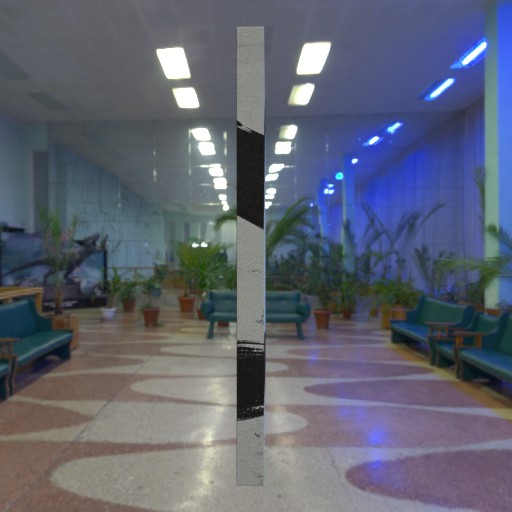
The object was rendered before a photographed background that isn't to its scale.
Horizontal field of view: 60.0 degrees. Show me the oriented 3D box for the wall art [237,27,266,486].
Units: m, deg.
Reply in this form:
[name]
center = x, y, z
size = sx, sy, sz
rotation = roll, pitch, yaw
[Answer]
[wall art]
center = 0.000, 0.000, 1.120
size = 0.046, 0.765, 0.765
rotation = 0, 0, 1
